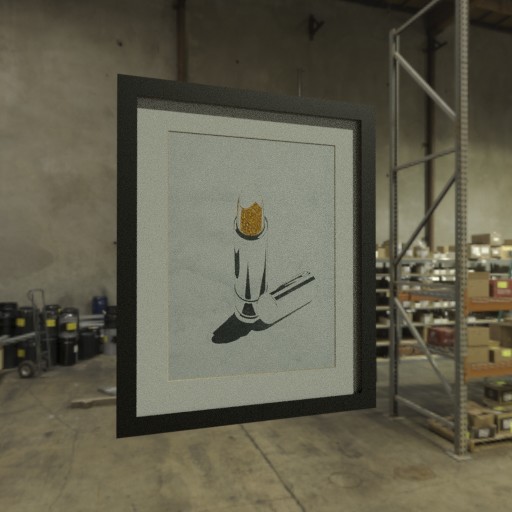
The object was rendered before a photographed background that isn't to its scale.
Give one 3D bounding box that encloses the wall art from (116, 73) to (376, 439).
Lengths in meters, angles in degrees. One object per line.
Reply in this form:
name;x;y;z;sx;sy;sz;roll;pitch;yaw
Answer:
wall art;0.000;0.000;0.763;0.457;0.559;0.029;0;-1;-18
